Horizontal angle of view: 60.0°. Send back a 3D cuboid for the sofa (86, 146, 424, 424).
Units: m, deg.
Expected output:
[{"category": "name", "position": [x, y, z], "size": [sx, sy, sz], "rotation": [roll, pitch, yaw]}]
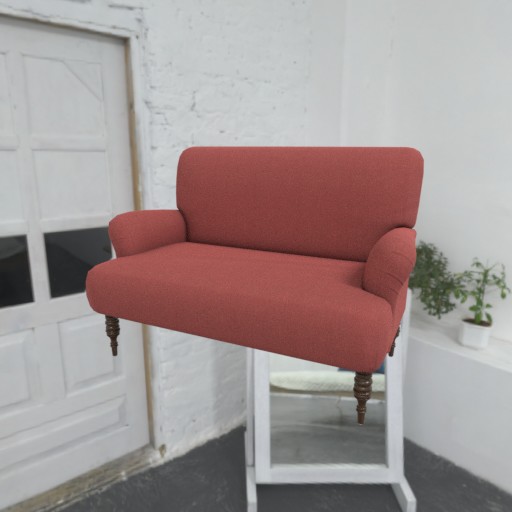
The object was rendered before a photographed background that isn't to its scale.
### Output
[{"category": "sofa", "position": [0.000, 0.000, 1.859], "size": [1.297, 0.889, 0.779], "rotation": [7, 16, 26]}]
